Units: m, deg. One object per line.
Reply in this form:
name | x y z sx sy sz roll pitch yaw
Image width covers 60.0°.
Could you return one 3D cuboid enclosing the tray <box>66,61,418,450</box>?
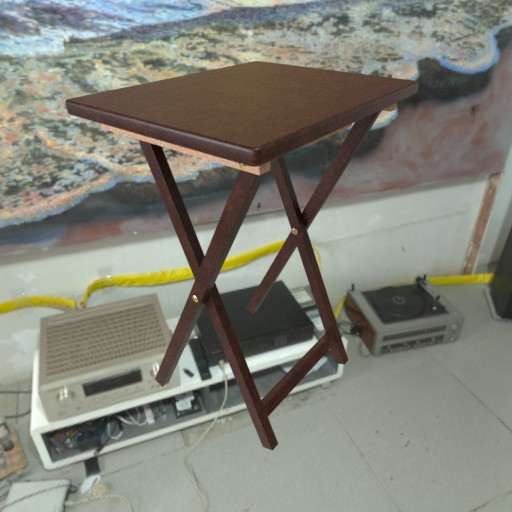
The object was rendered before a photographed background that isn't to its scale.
tray | 0.000 0.000 0.920 0.381 0.660 0.483 23 39 32
